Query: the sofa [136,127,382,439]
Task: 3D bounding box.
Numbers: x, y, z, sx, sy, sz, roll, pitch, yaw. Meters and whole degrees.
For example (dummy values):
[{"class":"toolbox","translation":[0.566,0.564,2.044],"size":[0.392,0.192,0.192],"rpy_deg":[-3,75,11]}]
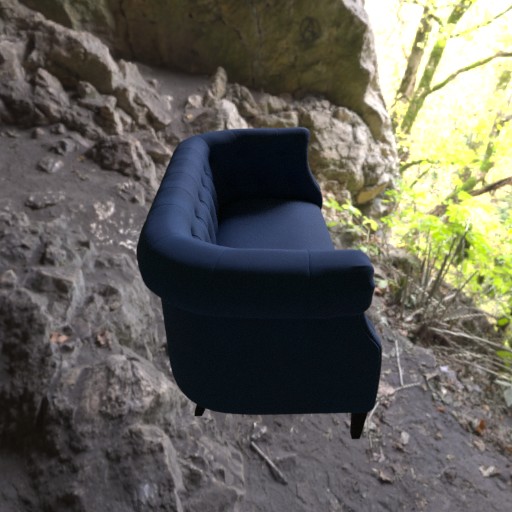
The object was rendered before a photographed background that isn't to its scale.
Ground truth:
[{"class":"sofa","translation":[0.000,0.000,2.066],"size":[0.835,0.827,1.558],"rpy_deg":[-1,31,-1]}]
